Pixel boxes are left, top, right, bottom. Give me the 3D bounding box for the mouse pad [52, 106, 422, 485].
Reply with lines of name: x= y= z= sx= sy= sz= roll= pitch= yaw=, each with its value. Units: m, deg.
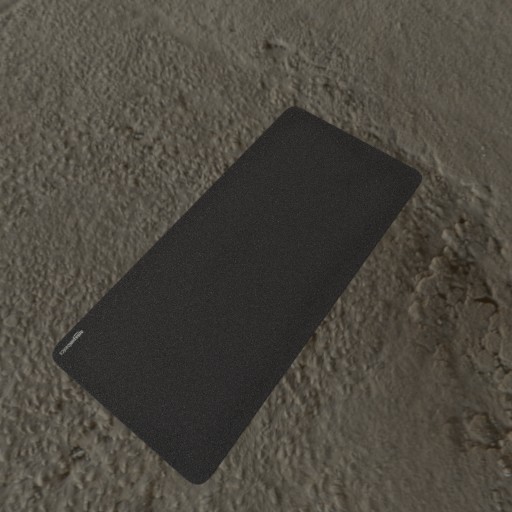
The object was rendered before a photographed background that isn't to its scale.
mouse pad: x=0.000 y=0.000 z=1.041 sx=0.424 sy=0.003 sz=0.907 roll=34 pitch=68 yaw=16
